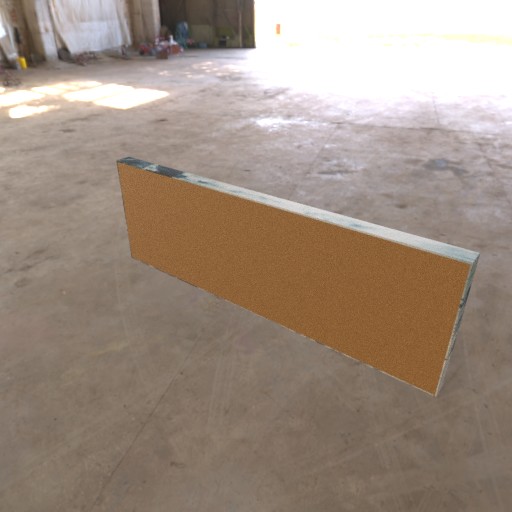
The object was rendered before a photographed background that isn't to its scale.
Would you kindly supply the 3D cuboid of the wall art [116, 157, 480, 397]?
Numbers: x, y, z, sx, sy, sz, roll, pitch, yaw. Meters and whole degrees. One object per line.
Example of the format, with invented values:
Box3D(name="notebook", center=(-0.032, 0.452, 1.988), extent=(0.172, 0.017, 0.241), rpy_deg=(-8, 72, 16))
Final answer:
Box3D(name="wall art", center=(0.000, 0.000, 0.868), extent=(0.759, 0.251, 0.037), rpy_deg=(20, 35, 32))
